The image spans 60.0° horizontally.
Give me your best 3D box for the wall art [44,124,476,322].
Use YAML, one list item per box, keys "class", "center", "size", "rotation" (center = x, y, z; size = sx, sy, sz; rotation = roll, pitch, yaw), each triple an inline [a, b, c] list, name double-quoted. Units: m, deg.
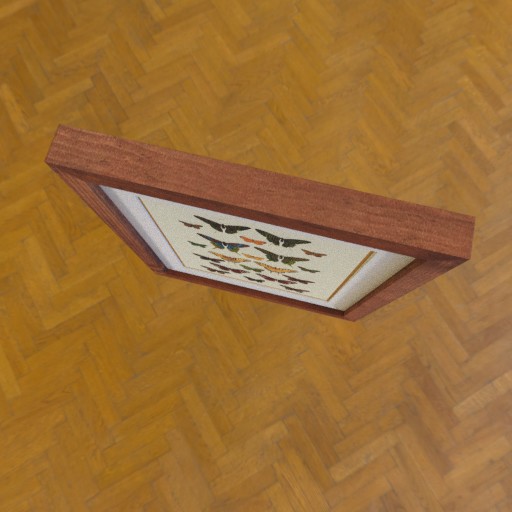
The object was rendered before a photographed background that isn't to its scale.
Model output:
- class: "wall art"
  center: [0.000, 0.000, 0.603]
  size: [0.377, 0.449, 0.039]
  rotation: [13, 75, 4]
